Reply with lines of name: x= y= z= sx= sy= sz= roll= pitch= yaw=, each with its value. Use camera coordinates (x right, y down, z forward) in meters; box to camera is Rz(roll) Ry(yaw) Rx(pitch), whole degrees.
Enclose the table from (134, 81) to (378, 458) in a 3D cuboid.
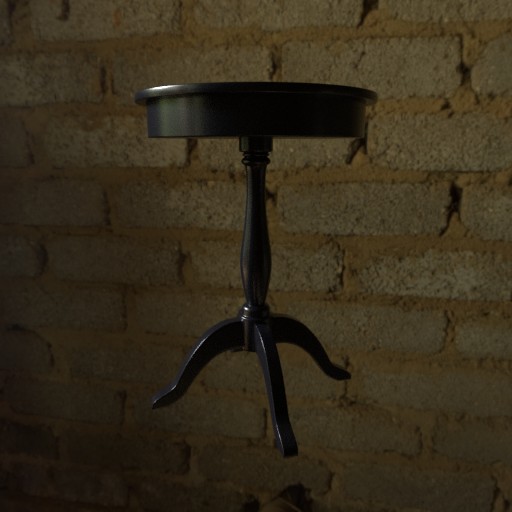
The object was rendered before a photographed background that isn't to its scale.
table: x=0.000 y=0.000 z=0.978 sx=0.481 sy=0.665 sz=0.481 roll=0 pitch=14 yaw=0
